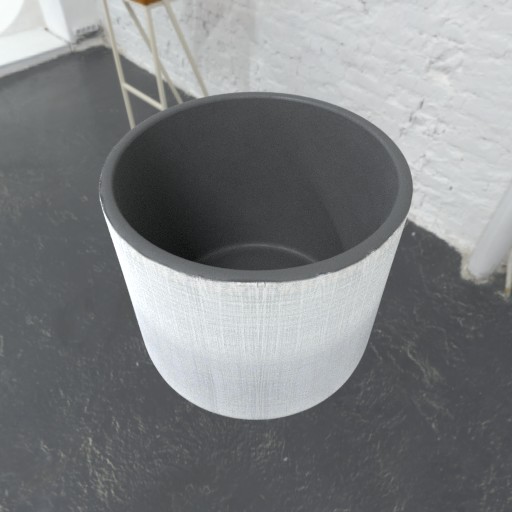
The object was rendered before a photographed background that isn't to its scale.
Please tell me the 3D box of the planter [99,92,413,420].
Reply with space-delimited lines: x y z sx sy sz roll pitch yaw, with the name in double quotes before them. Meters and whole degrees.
"planter" 0.000 0.000 0.440 0.254 0.221 0.254 0 47 0
